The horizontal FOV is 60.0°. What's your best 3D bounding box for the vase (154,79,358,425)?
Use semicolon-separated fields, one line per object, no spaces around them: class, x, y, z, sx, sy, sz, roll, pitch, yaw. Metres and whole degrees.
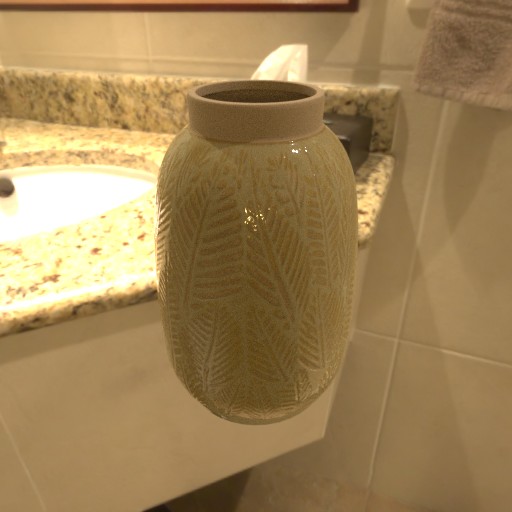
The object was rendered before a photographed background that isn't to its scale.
vase;0.000;0.000;0.379;0.172;0.270;0.172;0;30;0
